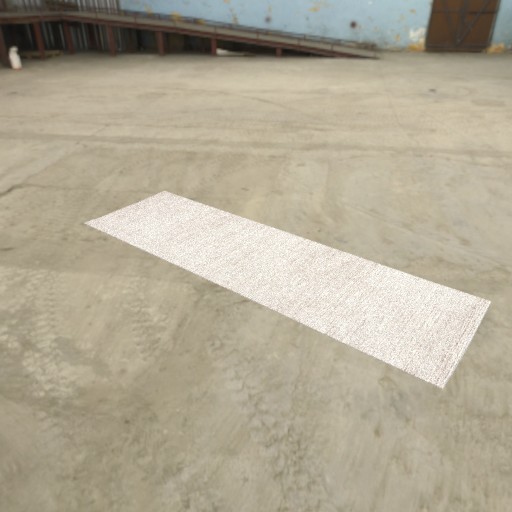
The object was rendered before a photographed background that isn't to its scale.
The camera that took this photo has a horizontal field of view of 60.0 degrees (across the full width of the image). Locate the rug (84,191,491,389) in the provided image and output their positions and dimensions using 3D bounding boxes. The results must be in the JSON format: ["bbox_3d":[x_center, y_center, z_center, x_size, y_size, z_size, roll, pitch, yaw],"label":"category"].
[{"bbox_3d":[0.000,0.000,2.525,2.346,0.013,0.712,21,36,32],"label":"rug"}]
